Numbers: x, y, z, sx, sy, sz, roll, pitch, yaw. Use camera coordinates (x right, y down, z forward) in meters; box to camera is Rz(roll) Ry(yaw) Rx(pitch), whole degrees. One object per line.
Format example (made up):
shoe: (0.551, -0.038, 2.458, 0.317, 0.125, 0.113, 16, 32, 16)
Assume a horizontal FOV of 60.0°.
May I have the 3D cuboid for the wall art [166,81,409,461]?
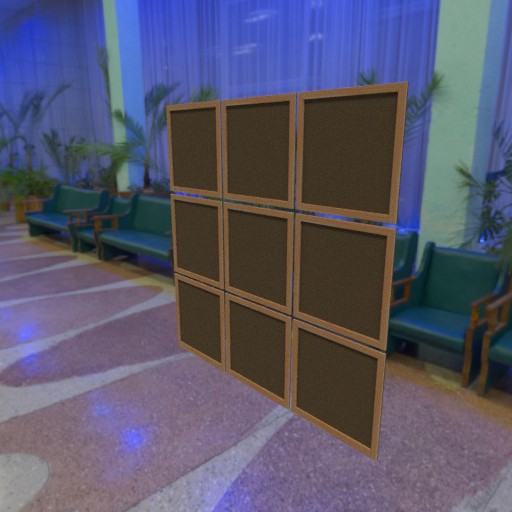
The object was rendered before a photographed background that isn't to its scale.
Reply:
wall art: (0.000, 0.000, 2.246, 0.013, 1.525, 1.520, -13, 20, -41)
